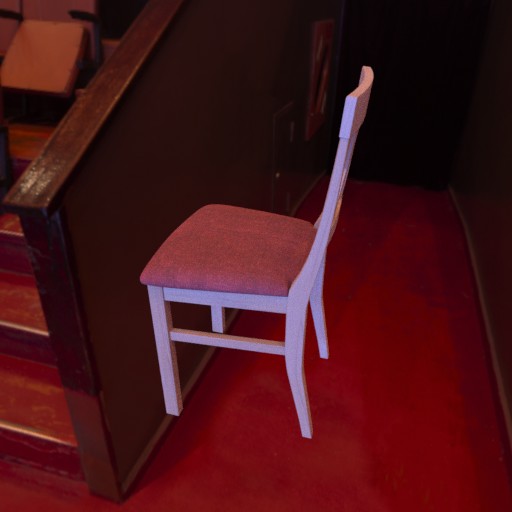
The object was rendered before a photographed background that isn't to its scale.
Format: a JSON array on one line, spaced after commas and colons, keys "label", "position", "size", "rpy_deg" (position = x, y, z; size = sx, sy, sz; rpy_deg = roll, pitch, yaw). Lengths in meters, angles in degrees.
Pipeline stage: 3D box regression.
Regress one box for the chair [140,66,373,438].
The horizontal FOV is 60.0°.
[{"label": "chair", "position": [0.000, 0.000, 1.188], "size": [0.492, 0.912, 0.439], "rpy_deg": [8, 32, 14]}]
